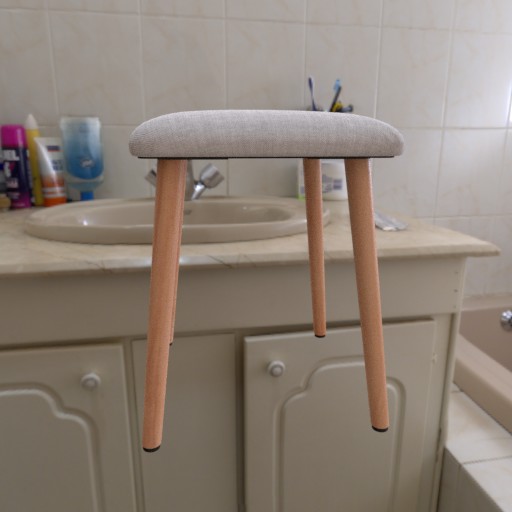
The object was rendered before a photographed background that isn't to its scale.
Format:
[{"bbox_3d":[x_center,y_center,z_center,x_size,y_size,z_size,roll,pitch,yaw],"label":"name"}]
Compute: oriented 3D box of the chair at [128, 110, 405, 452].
[{"bbox_3d":[0.000,0.000,0.715,0.350,0.440,0.350,-2,14,-7],"label":"chair"}]
